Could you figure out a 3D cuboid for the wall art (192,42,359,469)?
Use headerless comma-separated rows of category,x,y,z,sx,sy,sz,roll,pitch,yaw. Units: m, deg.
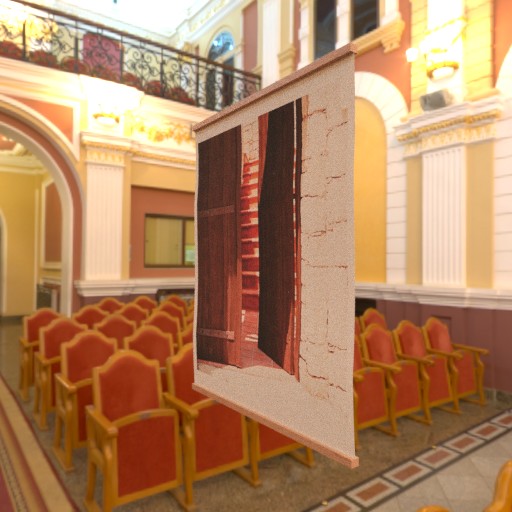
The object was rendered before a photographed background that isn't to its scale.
wall art,0.000,0.000,0.696,0.013,0.508,0.406,0,-1,-36
